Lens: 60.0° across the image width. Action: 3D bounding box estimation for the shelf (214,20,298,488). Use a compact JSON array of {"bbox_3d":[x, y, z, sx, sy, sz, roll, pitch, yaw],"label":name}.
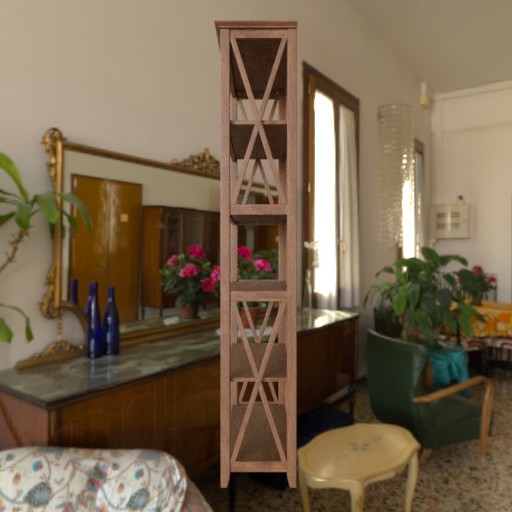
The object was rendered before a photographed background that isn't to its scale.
[{"bbox_3d":[0.000,0.000,2.193,0.335,1.905,0.805,0,1,0],"label":"shelf"}]
